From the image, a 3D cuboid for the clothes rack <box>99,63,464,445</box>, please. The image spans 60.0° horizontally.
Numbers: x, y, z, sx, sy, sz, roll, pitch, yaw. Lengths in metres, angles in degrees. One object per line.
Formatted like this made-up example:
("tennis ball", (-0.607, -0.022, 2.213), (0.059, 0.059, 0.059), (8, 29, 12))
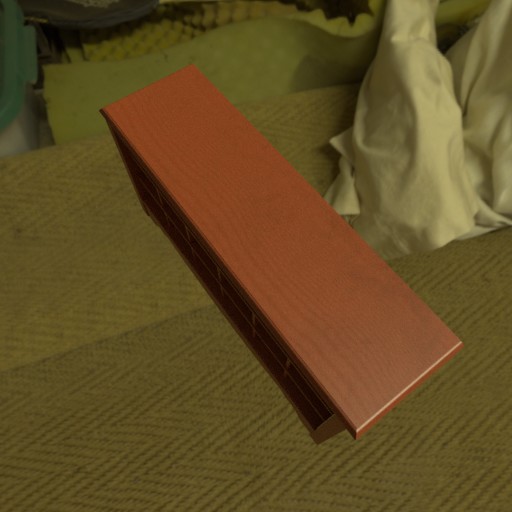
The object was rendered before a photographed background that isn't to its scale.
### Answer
("clothes rack", (0.000, 0.000, 1.533), (0.362, 0.594, 1.251), (-33, 68, -15))
